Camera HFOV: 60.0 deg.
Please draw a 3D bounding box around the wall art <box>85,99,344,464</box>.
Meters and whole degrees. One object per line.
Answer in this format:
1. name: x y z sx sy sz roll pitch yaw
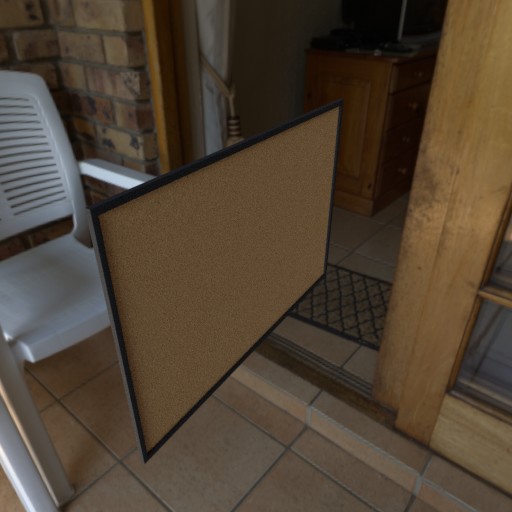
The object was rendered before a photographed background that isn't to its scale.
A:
1. wall art: 0.000 0.000 1.221 0.013 0.665 0.963 19 36 28
